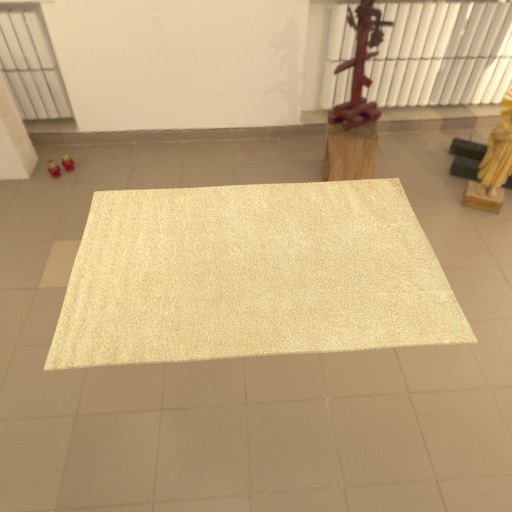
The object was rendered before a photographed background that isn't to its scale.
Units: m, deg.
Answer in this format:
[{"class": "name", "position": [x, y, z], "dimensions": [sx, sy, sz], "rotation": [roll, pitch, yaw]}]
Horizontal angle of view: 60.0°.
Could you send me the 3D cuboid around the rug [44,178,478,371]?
[{"class": "rug", "position": [0.000, 0.000, 2.906], "dimensions": [2.346, 0.025, 1.500], "rotation": [-3, 47, -3]}]
